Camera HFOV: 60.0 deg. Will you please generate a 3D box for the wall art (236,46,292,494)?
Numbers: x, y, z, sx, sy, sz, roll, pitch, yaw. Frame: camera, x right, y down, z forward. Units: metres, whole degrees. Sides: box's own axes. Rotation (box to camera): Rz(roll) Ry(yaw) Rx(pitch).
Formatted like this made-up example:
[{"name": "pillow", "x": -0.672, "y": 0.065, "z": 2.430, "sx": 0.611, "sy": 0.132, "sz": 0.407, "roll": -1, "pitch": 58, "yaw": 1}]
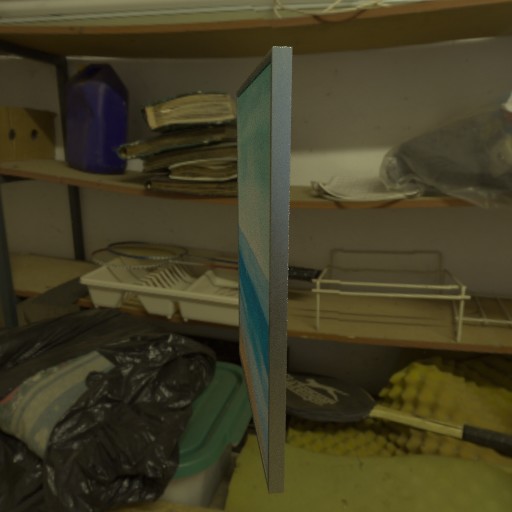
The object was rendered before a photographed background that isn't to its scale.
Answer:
[{"name": "wall art", "x": 0.000, "y": 0.000, "z": 1.400, "sx": 0.041, "sy": 1.062, "sz": 0.803, "roll": -2, "pitch": 14, "yaw": -7}]
